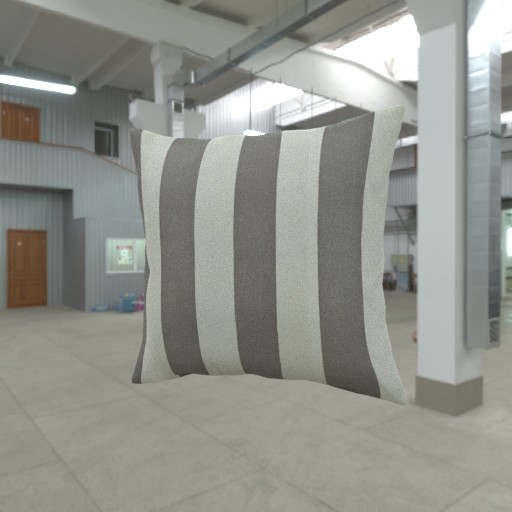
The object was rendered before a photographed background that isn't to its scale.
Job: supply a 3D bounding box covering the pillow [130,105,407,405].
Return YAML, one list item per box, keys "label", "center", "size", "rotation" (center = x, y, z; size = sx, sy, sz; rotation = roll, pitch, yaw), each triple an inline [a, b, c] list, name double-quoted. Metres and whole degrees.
- label: "pillow"
  center: [0.000, 0.000, 0.808]
  size: [0.522, 0.507, 0.192]
  rotation: [0, 0, 16]
